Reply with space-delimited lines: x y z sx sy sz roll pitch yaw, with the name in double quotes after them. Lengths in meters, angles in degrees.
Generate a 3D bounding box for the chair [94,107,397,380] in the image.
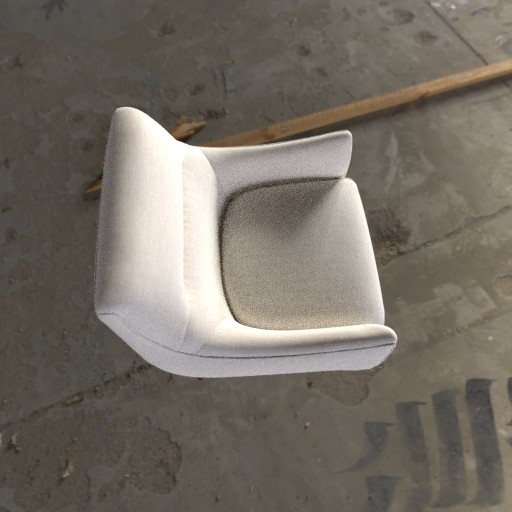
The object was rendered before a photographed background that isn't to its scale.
0.000 0.000 1.461 0.787 0.838 0.762 -4 64 -2 "chair"
